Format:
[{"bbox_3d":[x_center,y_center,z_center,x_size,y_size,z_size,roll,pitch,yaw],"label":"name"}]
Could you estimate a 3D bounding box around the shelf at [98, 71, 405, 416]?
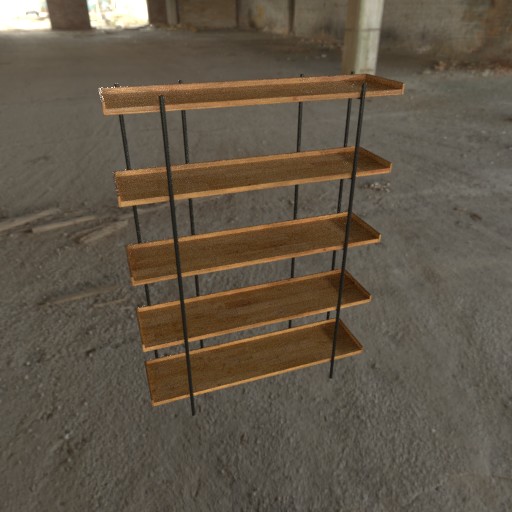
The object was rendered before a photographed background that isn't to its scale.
[{"bbox_3d":[0.000,0.000,2.480,1.371,1.826,0.379,-10,31,-17],"label":"shelf"}]
